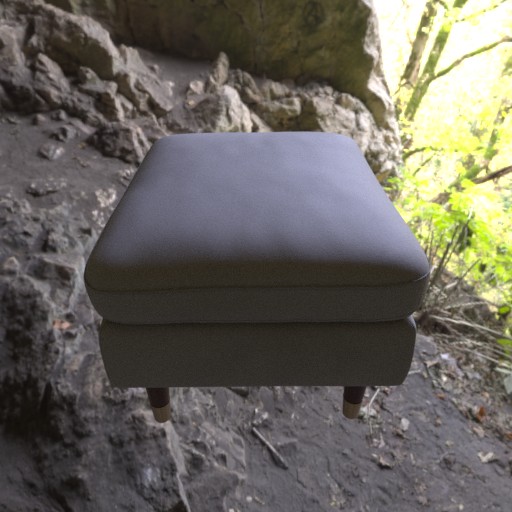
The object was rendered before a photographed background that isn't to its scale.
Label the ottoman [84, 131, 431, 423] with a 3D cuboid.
[{"bbox_3d":[0.000,0.000,1.092,0.593,0.478,0.747,-1,33,-1],"label":"ottoman"}]
